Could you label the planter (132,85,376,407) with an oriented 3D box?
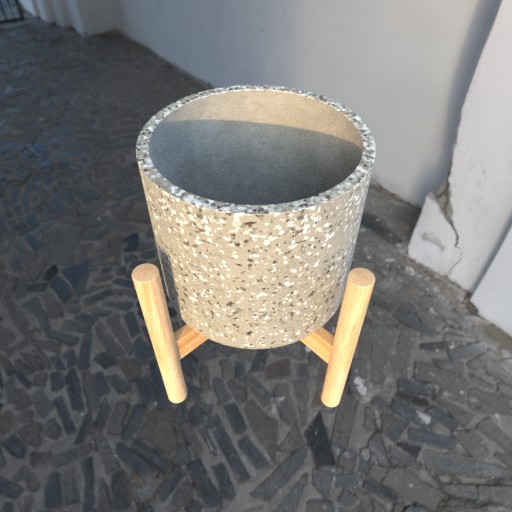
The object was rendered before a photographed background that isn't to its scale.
[{"bbox_3d":[0.000,0.000,0.532,0.284,0.320,0.284,-15,48,-14],"label":"planter"}]
